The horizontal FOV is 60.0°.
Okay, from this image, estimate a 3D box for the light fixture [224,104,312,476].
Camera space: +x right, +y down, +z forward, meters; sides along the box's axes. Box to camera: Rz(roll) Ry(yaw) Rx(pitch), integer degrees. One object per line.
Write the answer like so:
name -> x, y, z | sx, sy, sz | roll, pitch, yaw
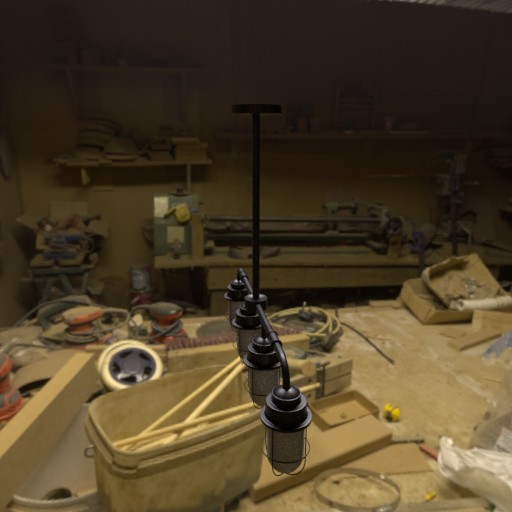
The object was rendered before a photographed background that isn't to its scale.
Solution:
light fixture -> 0.000, 0.000, 1.221 | 0.131, 0.785, 0.852 | -3, 15, -9
